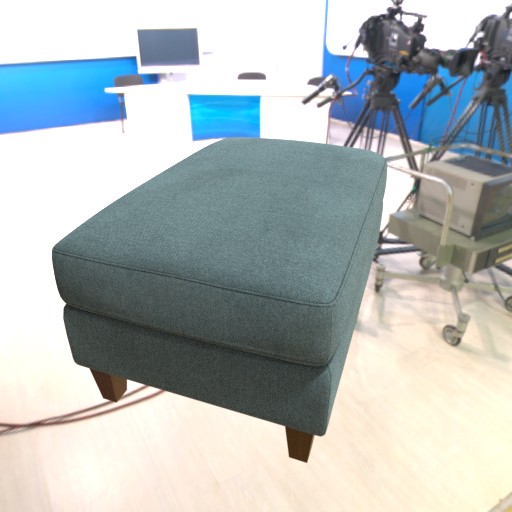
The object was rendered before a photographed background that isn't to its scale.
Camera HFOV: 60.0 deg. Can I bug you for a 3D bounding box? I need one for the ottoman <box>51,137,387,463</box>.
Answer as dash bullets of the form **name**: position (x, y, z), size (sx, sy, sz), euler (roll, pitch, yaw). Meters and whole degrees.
- **ottoman**: position (0.000, 0.000, 1.193), size (0.584, 0.483, 0.864), euler (10, 31, 17)
